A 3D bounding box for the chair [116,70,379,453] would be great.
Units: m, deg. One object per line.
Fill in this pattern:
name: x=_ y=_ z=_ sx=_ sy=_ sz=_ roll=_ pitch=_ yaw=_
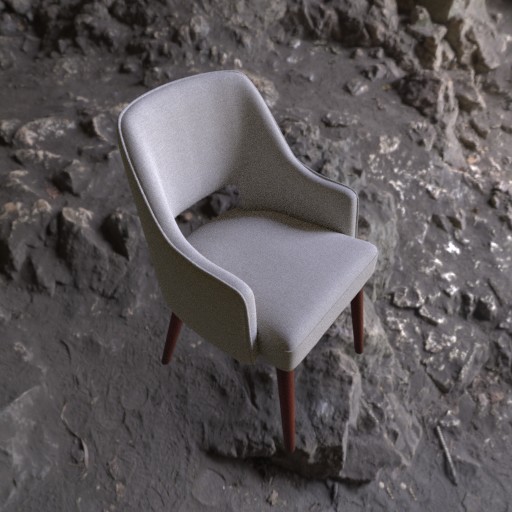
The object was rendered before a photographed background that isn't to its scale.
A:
chair: x=0.000 y=0.000 z=1.231 sx=0.580 sy=0.840 sz=0.560 roll=25 pitch=45 yaw=28
